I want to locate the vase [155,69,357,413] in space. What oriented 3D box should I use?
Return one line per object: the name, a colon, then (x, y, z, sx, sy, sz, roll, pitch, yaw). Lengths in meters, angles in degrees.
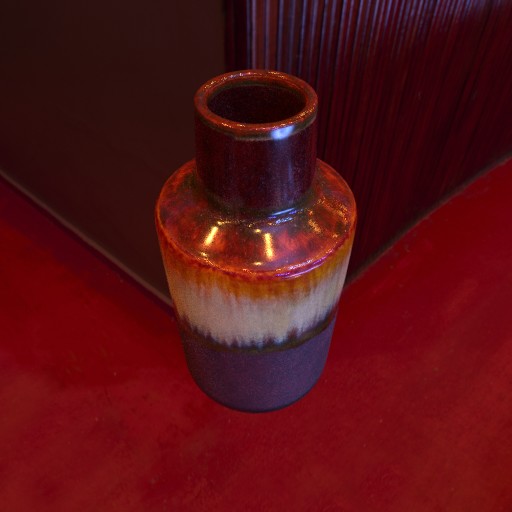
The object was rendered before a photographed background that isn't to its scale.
vase: (0.000, 0.000, 0.266, 0.108, 0.204, 0.108, 0, 47, 0)
